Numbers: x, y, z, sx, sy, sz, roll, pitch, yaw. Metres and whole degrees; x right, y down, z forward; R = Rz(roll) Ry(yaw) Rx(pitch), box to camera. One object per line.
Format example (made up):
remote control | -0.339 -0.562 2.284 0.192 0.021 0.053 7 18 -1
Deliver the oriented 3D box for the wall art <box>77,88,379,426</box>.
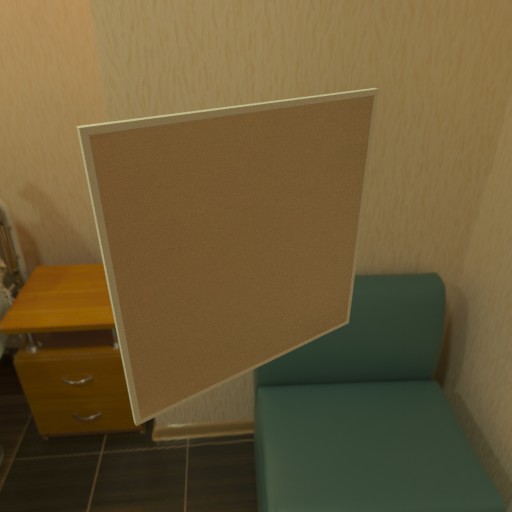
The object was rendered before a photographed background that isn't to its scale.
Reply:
wall art | 0.000 0.000 0.845 0.557 0.557 0.012 -18 34 -30
